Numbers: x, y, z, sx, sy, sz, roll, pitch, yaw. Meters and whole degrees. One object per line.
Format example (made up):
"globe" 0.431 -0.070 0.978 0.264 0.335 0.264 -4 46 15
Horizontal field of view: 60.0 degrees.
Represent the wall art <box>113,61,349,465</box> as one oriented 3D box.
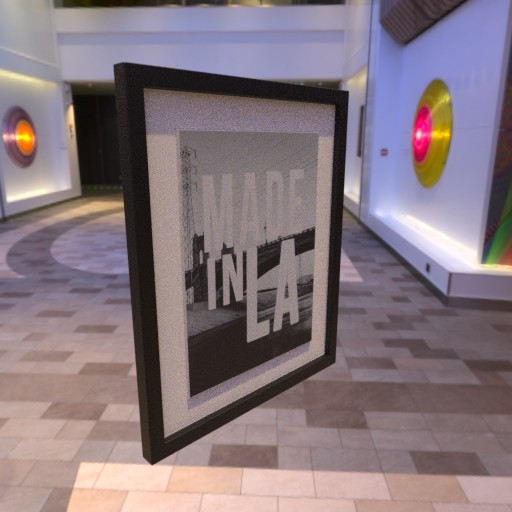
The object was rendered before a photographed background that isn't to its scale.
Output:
"wall art" 0.000 0.000 0.752 0.457 0.559 0.028 -14 20 -42
